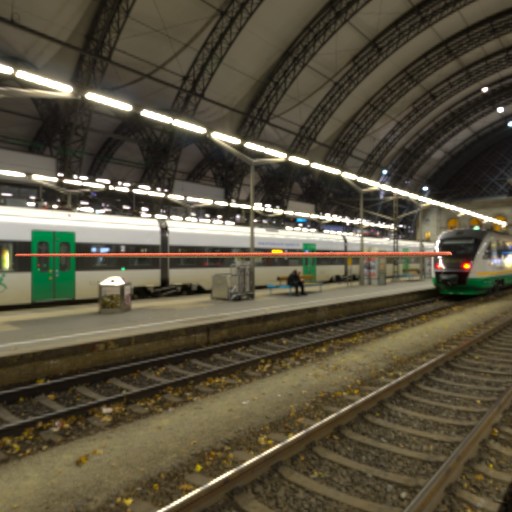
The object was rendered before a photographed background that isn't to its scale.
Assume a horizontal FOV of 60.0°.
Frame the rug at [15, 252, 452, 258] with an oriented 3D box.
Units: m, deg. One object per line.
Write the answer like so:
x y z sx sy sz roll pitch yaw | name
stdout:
0.000 0.000 3.965 2.976 0.018 2.430 0 0 18 | rug
